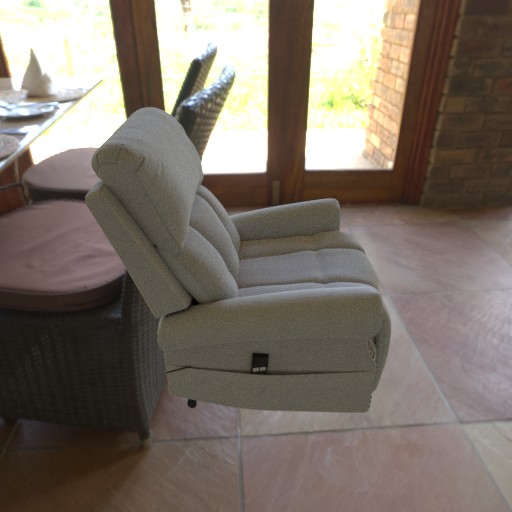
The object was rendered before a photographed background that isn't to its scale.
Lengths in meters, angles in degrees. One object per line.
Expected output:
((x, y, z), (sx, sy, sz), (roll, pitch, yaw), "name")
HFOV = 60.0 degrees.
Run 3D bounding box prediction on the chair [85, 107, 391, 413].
((0.000, 0.000, 1.725), (0.979, 1.031, 0.871), (0, 30, -1), "chair")
